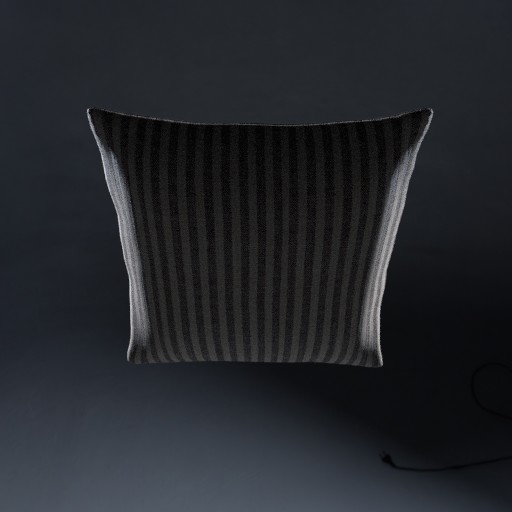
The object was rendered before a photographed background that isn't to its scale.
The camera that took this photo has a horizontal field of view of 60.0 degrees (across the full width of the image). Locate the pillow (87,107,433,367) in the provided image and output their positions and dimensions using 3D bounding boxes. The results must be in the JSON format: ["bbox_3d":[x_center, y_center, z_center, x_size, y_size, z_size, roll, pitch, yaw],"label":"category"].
[{"bbox_3d":[0.000,0.000,0.783,0.523,0.506,0.166,1,30,1],"label":"pillow"}]
